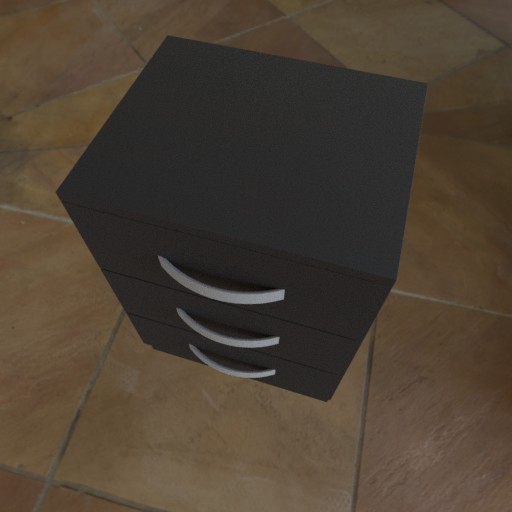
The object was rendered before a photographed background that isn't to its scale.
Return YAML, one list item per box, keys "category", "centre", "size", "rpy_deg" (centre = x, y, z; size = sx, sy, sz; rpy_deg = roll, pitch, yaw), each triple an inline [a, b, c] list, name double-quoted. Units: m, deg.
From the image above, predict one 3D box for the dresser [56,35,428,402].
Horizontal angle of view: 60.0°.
- category: "dresser"
  centre: [0.000, 0.000, 0.805]
  size: [0.400, 0.560, 0.360]
  rpy_deg: [15, 59, 9]
